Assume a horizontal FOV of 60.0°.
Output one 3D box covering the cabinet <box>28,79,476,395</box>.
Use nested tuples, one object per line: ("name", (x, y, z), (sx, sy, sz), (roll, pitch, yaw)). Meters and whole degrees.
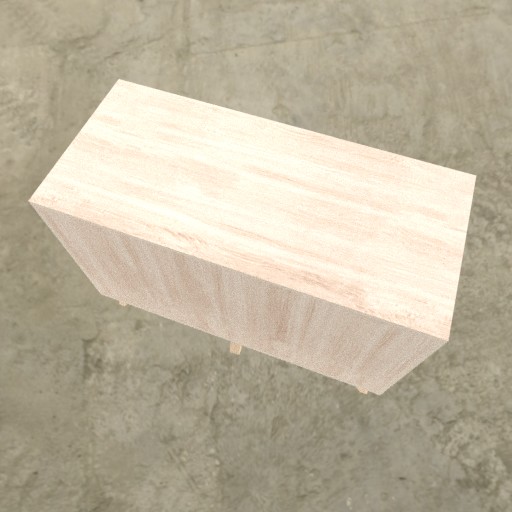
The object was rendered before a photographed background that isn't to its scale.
("cabinet", (0.000, 0.000, 1.545), (1.110, 0.780, 0.500), (18, 63, 9))
